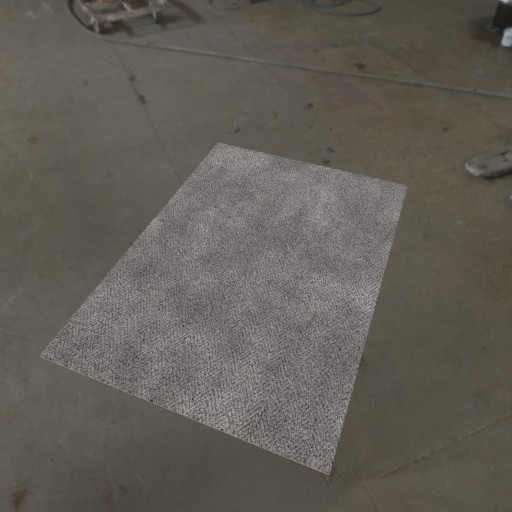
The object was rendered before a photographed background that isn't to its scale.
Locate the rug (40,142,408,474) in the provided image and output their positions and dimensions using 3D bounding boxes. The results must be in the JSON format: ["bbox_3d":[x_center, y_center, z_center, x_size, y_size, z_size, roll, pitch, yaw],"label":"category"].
[{"bbox_3d":[0.000,0.000,2.878,1.600,0.008,2.235,16,49,15],"label":"rug"}]
